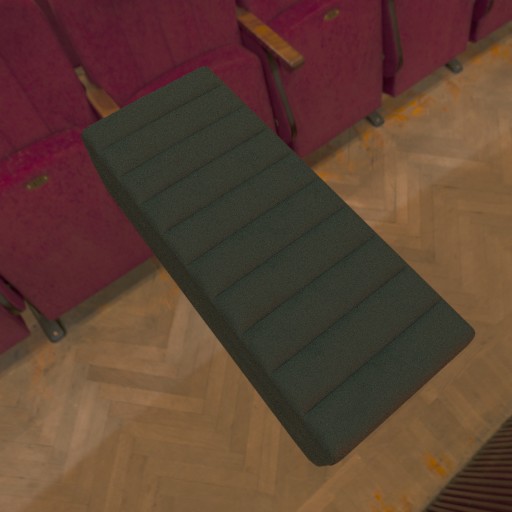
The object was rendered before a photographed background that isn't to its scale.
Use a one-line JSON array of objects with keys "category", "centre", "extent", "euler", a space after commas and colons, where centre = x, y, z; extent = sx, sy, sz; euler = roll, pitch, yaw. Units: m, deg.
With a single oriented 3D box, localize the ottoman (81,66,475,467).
[{"category": "ottoman", "centre": [0.000, 0.000, 1.374], "extent": [0.482, 0.469, 1.151], "euler": [-35, 69, -15]}]
